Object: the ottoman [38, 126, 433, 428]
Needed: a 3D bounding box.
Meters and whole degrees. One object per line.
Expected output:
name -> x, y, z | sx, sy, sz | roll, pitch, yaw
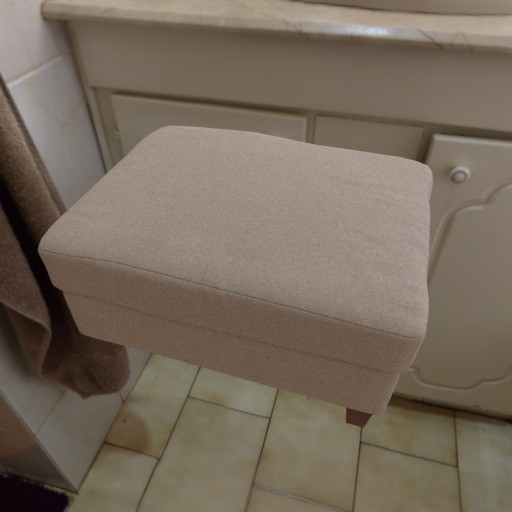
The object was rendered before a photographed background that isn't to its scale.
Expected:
ottoman -> 0.000, 0.000, 1.302 | 0.902, 0.511, 0.692 | 12, 43, 13
